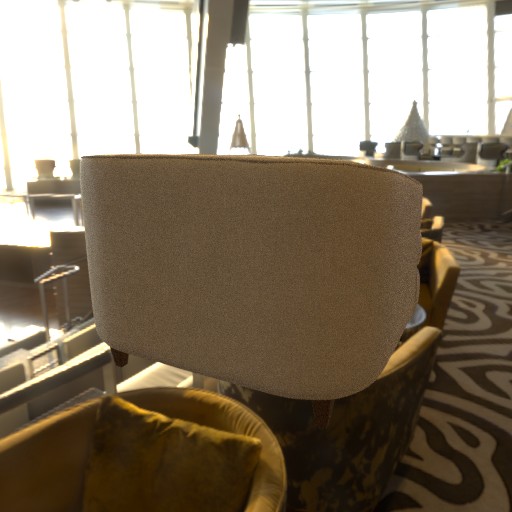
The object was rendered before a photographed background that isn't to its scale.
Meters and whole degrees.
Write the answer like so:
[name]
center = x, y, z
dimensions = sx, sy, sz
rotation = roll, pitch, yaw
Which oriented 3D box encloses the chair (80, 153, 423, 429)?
[chair]
center = 0.000, 0.000, 1.688
dimensions = 1.118, 0.787, 0.914
rotation = 8, 17, 26
